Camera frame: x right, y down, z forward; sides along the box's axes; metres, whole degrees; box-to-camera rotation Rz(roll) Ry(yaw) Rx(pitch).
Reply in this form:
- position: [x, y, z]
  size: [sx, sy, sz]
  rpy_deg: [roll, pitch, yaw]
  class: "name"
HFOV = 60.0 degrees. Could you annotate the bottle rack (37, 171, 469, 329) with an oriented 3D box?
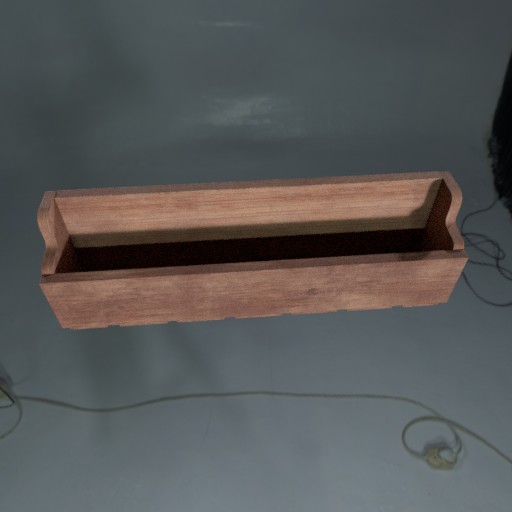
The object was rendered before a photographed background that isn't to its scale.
- position: [0.000, 0.000, 0.694]
  size: [0.608, 0.196, 0.126]
  rpy_deg: [-3, 46, -3]
  class: "bottle rack"
